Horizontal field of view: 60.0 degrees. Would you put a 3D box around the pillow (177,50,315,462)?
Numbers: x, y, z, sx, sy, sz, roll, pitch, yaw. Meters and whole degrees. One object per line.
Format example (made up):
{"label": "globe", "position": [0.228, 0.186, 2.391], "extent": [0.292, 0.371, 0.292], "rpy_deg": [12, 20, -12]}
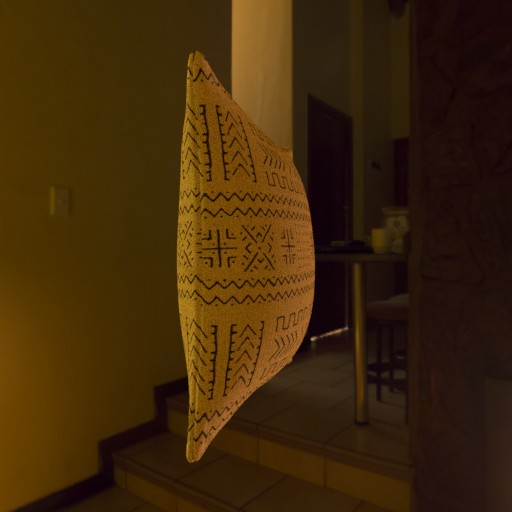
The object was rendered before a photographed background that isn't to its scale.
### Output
{"label": "pillow", "position": [0.000, 0.000, 0.664], "extent": [0.164, 0.430, 0.438], "rpy_deg": [0, 0, 17]}
